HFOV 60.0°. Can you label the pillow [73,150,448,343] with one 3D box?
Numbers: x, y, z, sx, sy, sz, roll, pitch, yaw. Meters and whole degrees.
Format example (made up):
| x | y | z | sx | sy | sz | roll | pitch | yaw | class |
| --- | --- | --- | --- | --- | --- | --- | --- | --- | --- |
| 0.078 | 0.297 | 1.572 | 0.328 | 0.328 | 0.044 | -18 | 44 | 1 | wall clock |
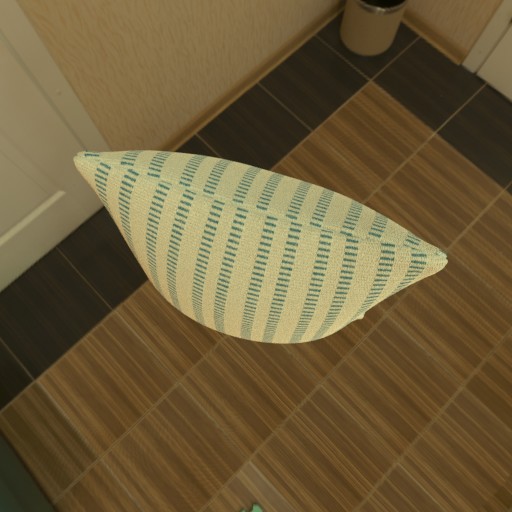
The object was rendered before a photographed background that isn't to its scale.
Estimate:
| x | y | z | sx | sy | sz | roll | pitch | yaw | class |
| --- | --- | --- | --- | --- | --- | --- | --- | --- | --- |
| 0.000 | 0.000 | 0.686 | 0.438 | 0.419 | 0.247 | 16 | 75 | 4 | pillow |
